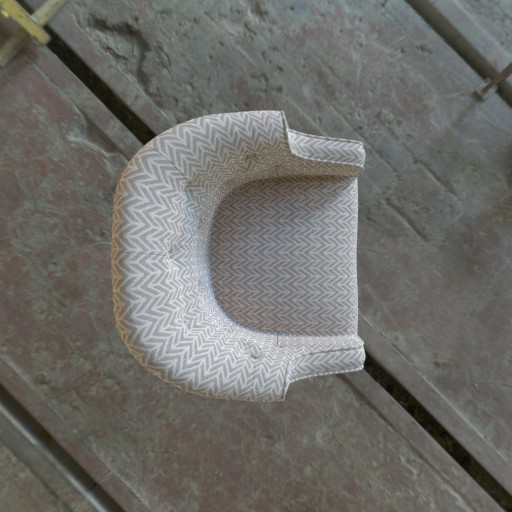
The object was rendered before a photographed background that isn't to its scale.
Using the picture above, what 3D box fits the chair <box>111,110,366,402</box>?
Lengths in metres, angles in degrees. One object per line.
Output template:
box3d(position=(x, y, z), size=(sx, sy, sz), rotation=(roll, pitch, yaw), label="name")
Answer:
box3d(position=(0.000, 0.000, 1.323), size=(0.613, 0.858, 0.686), rotation=(0, 90, 0), label="chair")
